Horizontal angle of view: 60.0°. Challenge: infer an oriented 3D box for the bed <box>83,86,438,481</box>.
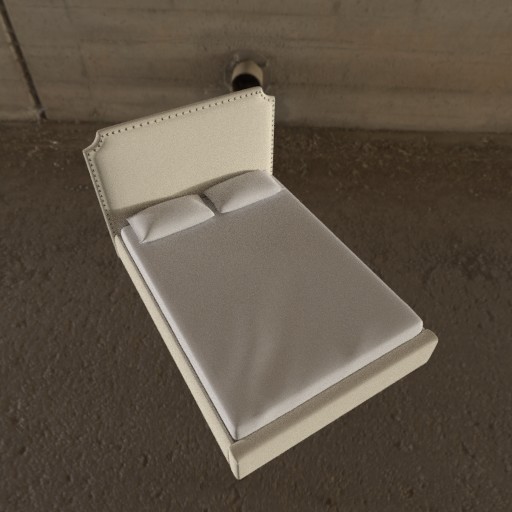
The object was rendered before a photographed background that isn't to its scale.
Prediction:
[{"bbox_3d":[0.000,0.000,3.415,1.712,1.443,2.372,-23,51,-21],"label":"bed"}]
